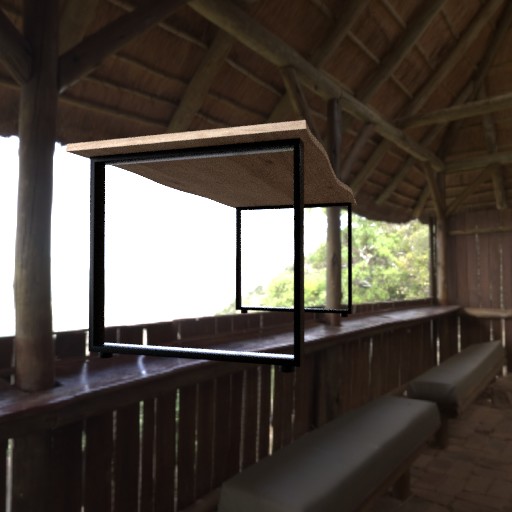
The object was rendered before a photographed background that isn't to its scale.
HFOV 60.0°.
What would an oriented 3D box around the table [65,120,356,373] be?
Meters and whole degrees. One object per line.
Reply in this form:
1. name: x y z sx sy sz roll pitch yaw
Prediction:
1. table: 0.000 0.000 2.305 0.900 0.780 1.800 0 -1 18
